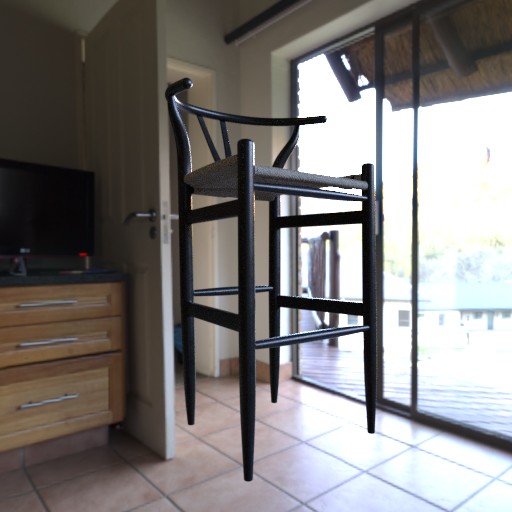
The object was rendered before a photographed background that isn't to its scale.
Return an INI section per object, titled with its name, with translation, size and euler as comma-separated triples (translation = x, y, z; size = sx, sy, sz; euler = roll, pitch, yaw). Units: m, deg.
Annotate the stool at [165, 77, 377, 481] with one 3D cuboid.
[stool]
translation = 0.000, 0.000, 1.421
size = 0.569, 1.072, 0.579
euler = 0, 0, -37
